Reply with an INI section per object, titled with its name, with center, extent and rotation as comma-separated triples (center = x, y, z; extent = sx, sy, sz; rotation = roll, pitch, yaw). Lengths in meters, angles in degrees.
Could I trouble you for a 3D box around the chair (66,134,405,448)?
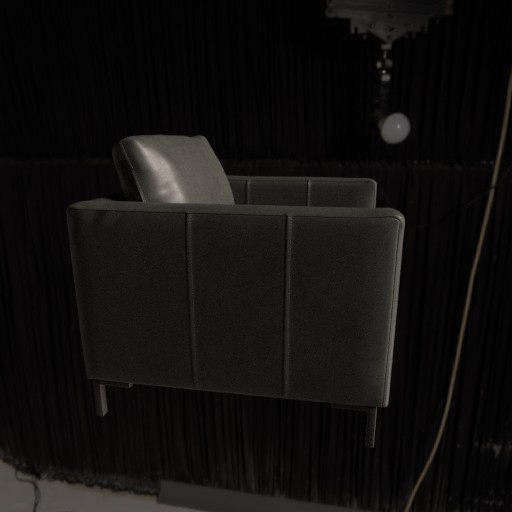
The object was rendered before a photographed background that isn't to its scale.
[chair]
center = 0.000, 0.000, 1.491
extent = 0.861, 0.824, 0.967
rotation = 3, 16, 10
